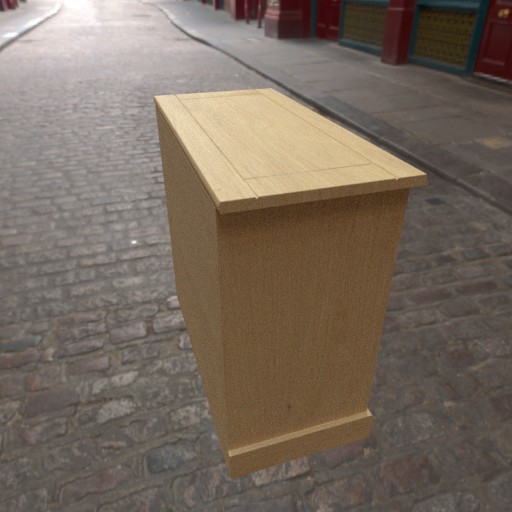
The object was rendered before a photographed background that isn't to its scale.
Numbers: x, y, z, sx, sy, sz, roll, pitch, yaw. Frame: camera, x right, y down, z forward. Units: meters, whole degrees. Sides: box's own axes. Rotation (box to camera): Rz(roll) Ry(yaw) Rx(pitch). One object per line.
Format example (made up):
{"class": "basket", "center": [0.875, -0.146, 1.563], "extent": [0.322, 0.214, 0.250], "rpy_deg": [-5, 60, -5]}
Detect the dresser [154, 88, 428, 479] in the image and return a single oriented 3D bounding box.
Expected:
{"class": "dresser", "center": [0.000, 0.000, 1.421], "extent": [0.440, 0.835, 0.915], "rpy_deg": [-10, 33, -15]}
